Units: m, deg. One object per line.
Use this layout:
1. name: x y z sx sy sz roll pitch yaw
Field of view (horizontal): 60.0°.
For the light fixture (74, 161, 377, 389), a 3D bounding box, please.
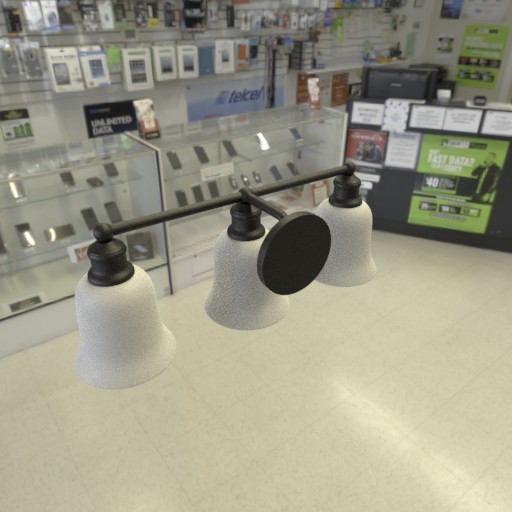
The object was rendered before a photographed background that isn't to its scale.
1. light fixture: 0.000 0.000 0.683 0.570 0.211 0.198 -19 35 -30
